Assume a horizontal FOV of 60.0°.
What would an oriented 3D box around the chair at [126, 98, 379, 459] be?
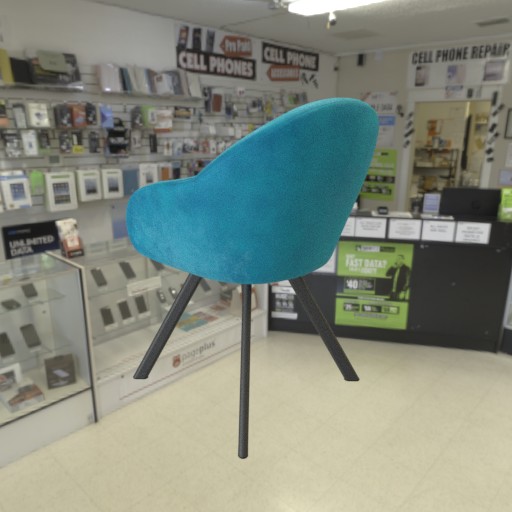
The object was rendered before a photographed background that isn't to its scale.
[{"bbox_3d":[0.000,0.000,1.216,0.550,0.795,0.590,-15,22,-42],"label":"chair"}]
